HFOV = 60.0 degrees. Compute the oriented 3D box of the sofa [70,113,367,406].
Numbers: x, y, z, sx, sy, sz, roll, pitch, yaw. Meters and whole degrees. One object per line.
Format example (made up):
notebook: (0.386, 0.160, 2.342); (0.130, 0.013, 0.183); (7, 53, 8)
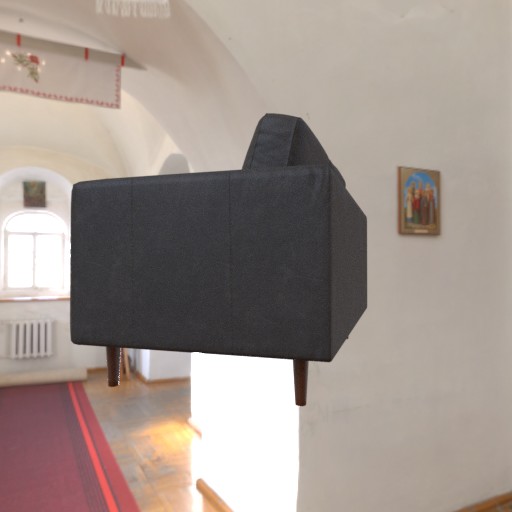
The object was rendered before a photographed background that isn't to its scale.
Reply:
sofa: (0.000, 0.000, 1.990); (0.879, 0.899, 1.430); (0, -1, 18)
